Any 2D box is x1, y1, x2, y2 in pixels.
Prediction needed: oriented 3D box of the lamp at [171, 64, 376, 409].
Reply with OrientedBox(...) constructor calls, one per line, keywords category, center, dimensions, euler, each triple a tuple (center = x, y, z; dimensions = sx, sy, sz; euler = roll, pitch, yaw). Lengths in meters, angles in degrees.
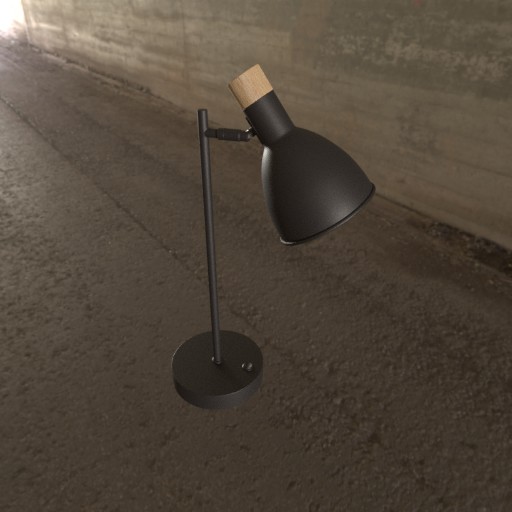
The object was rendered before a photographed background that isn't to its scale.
OrientedBox(category="lamp", center=(0.000, 0.000, 0.602), dimensions=(0.287, 0.483, 0.152), euler=(9, 32, 15))
